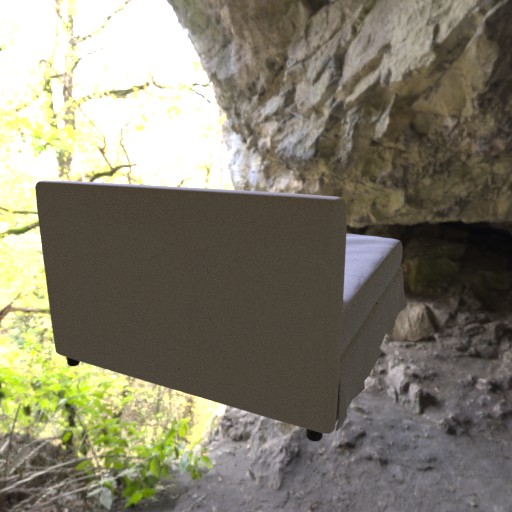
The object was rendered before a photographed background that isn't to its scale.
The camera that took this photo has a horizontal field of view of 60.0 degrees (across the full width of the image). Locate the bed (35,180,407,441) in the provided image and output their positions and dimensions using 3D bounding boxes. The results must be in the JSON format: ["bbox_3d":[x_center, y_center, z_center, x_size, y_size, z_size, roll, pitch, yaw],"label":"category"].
[{"bbox_3d":[0.000,0.000,3.566,2.119,1.317,2.341,7,16,26],"label":"bed"}]
